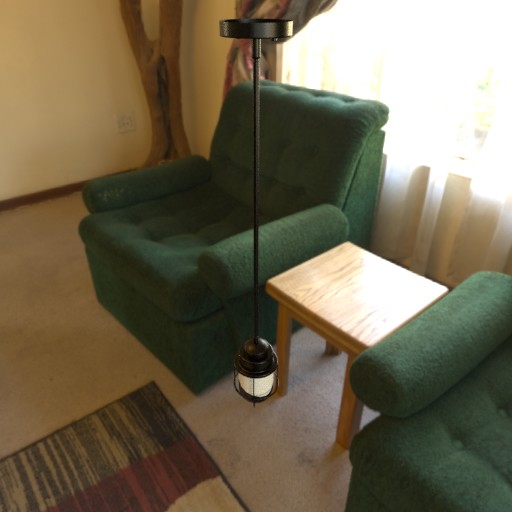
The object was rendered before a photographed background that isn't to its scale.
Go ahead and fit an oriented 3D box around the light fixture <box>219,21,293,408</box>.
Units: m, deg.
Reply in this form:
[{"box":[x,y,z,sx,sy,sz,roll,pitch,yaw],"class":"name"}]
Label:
[{"box":[0.000,0.000,0.980,0.123,0.920,0.123,19,36,28],"class":"light fixture"}]
